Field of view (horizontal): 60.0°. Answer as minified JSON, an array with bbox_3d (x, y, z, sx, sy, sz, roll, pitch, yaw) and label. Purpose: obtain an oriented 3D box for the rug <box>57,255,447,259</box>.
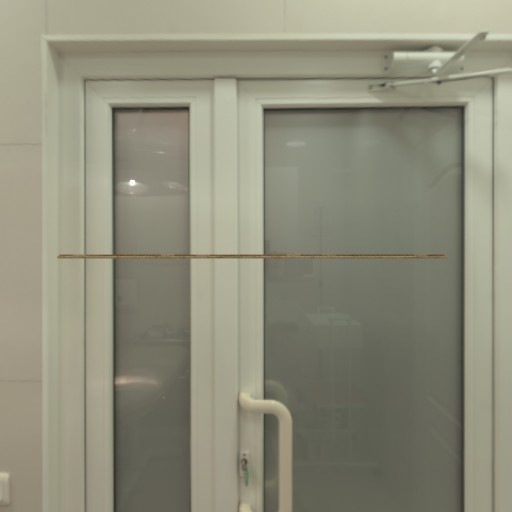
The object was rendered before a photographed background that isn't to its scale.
[{"bbox_3d":[0.000,0.000,2.903,1.555,0.016,2.286,0,0,1],"label":"rug"}]
